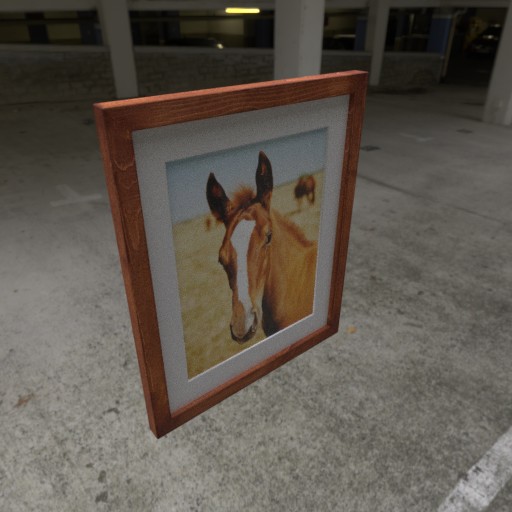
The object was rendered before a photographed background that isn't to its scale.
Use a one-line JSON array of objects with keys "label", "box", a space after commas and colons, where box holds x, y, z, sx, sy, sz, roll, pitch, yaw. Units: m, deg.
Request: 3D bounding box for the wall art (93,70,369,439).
[{"label": "wall art", "box": [0.000, 0.000, 0.766, 0.462, 0.558, 0.030, -22, 36, -33]}]
